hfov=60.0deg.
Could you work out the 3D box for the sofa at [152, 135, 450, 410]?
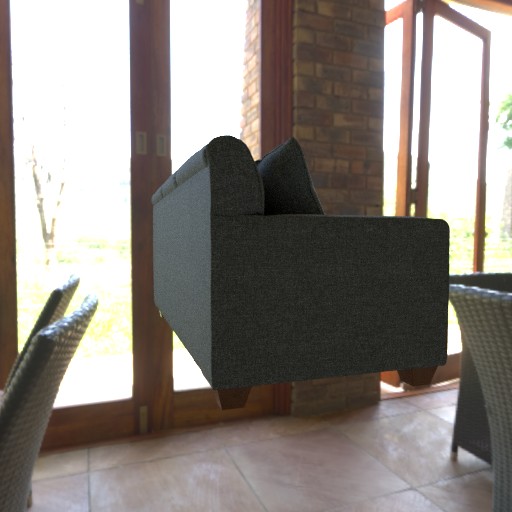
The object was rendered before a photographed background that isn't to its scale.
[{"bbox_3d":[0.000,0.000,2.521,0.997,0.958,2.024,-1,2,-18],"label":"sofa"}]
